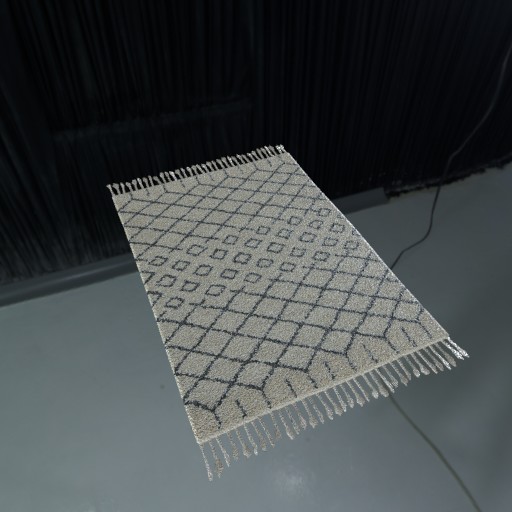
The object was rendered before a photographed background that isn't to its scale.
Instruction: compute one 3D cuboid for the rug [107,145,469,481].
[{"bbox_3d":[0.000,0.000,3.219,1.664,0.029,2.615,-18,49,-16],"label":"rug"}]
